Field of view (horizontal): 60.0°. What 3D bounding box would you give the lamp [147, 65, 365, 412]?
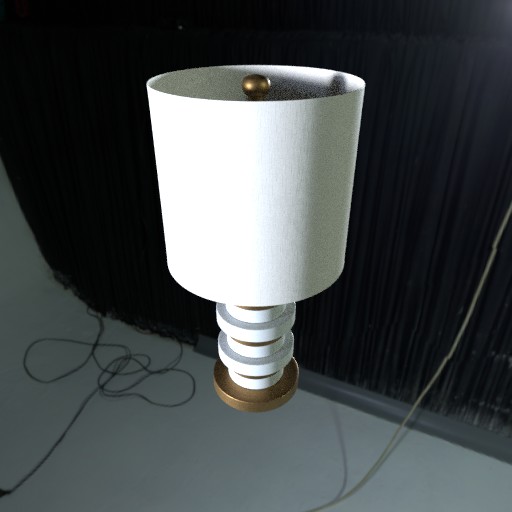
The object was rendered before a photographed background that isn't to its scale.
[{"bbox_3d":[0.000,0.000,0.536,0.210,0.410,0.210,11,32,17],"label":"lamp"}]
